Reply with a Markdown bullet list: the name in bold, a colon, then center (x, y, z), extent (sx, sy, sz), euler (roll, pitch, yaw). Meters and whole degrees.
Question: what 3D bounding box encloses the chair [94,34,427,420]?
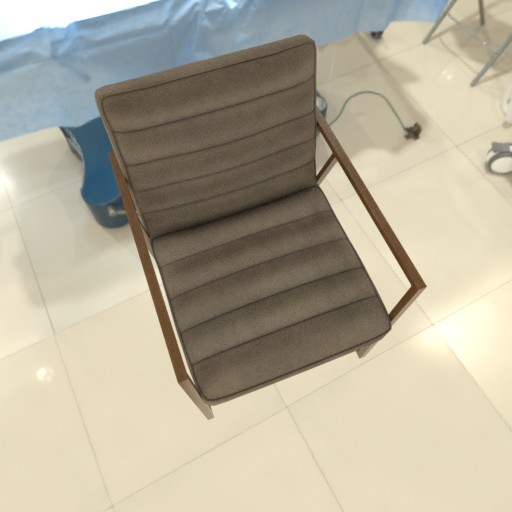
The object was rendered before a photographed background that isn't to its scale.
- **chair**: center (0.000, 0.000, 1.250), extent (0.578, 0.843, 0.682), euler (-19, 65, -9)
